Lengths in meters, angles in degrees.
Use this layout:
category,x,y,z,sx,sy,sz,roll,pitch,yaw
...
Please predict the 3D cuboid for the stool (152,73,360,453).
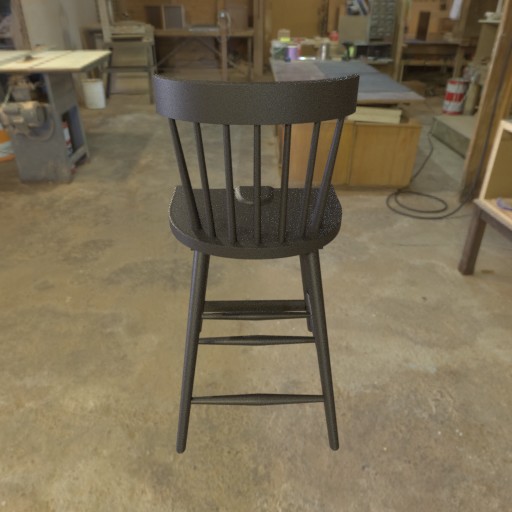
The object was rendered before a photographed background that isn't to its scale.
category,x,y,z,sx,sy,sz,roll,pitch,yaw
stool,0.000,0.000,1.240,0.494,0.953,0.549,-1,30,-1
